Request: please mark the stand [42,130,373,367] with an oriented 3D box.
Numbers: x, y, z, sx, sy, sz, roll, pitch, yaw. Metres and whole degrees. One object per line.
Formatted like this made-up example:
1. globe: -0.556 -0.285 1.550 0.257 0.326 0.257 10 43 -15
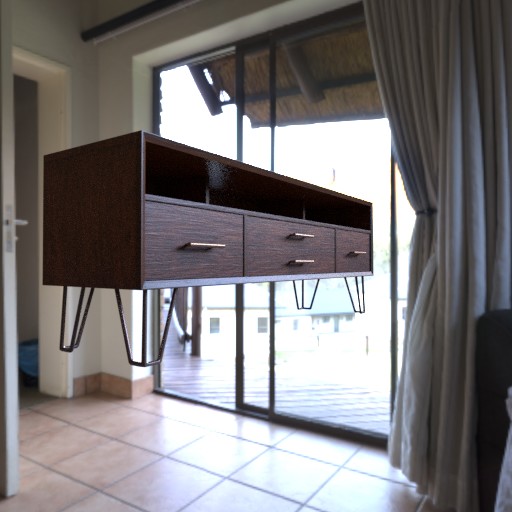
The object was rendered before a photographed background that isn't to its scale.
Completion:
1. stand: 0.000 0.000 1.905 0.481 0.610 1.626 -1 -1 35
